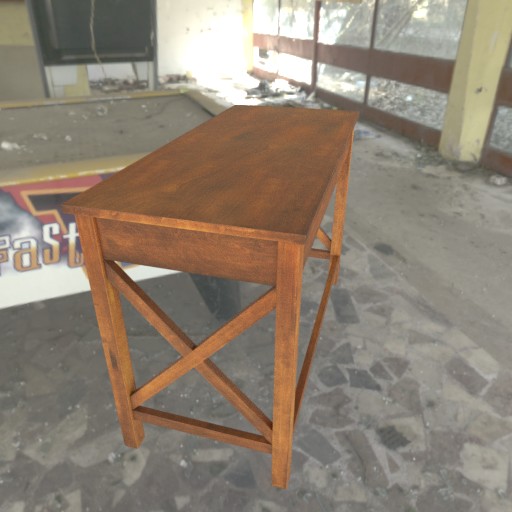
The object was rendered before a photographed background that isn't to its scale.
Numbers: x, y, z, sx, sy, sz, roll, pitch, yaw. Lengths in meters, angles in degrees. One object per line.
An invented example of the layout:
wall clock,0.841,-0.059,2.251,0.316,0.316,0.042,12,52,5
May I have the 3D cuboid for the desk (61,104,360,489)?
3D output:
desk,0.000,0.000,1.493,0.508,0.762,1.117,8,30,14
